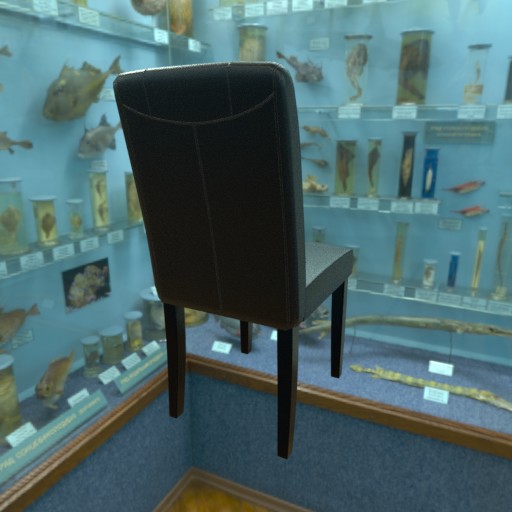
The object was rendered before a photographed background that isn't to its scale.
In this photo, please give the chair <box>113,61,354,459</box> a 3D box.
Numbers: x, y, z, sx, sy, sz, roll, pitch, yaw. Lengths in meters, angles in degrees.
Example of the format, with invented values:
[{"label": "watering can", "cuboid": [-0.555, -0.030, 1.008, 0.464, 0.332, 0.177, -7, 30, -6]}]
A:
[{"label": "chair", "cuboid": [0.000, 0.000, 1.190, 0.399, 0.897, 0.556, 9, 18, 27]}]
